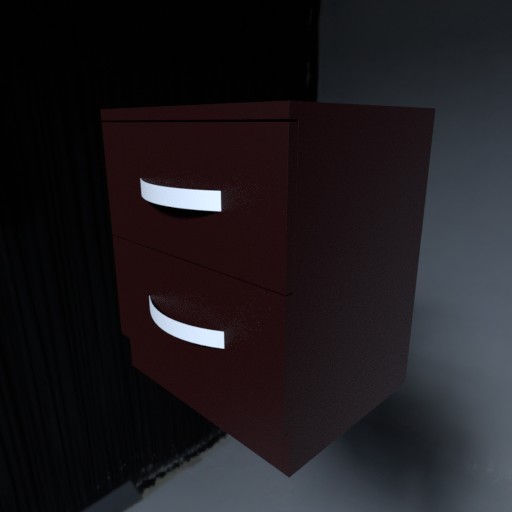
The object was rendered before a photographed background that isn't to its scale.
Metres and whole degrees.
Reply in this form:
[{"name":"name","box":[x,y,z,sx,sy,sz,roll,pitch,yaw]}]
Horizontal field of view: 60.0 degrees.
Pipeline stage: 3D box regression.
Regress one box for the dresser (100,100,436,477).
[{"name":"dresser","box":[0.000,0.000,0.745,0.360,0.470,0.400,-16,23,-43]}]
